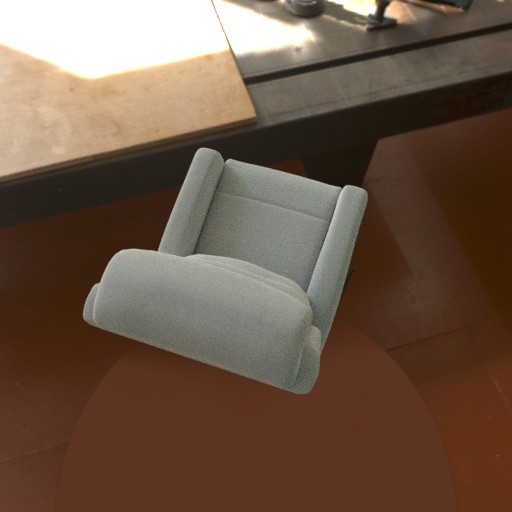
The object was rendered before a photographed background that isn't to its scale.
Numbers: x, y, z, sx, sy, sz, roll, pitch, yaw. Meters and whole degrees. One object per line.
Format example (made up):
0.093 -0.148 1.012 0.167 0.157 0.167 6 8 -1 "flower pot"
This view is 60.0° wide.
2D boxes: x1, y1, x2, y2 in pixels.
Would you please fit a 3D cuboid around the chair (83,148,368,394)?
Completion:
0.000 0.000 1.727 0.798 1.013 1.043 16 64 8 "chair"
